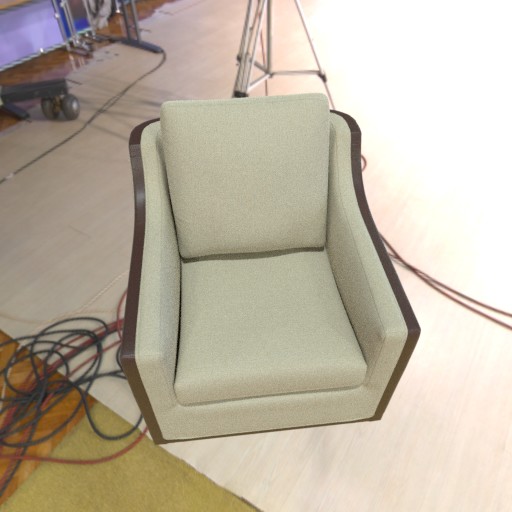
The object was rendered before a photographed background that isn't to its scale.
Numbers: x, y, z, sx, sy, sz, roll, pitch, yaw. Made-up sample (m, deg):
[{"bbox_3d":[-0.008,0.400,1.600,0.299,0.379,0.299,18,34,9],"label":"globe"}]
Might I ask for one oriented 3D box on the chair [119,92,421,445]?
[{"bbox_3d":[0.000,0.000,1.613,0.870,0.930,0.950,-5,46,-4],"label":"chair"}]
